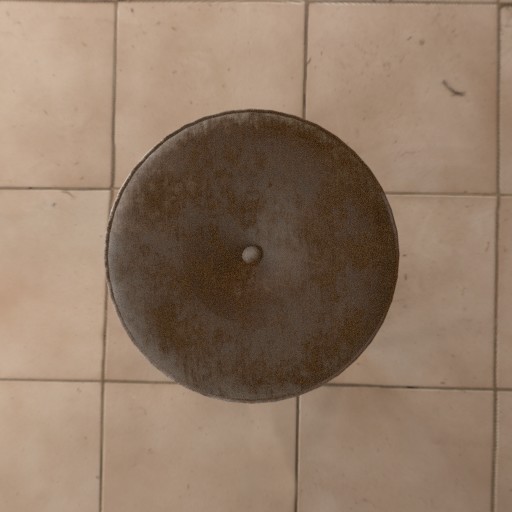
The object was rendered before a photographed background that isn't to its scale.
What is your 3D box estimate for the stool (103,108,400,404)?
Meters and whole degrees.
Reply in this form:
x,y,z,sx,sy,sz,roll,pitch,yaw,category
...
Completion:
x,y,z,sx,sy,sz,roll,pitch,yaw,category
0.000,0.000,0.862,0.423,0.538,0.457,0,89,0,stool
